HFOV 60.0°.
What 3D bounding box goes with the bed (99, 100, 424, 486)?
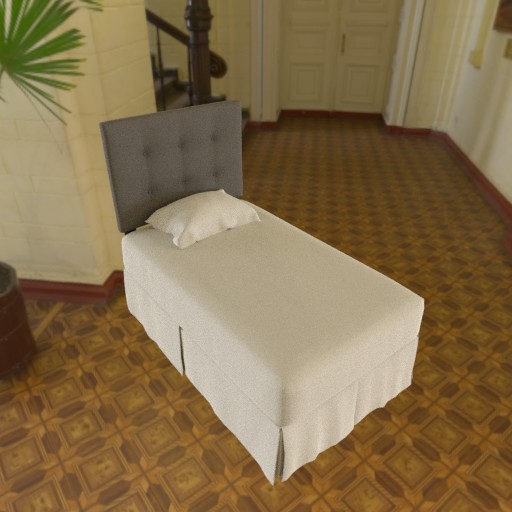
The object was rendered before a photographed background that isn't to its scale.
[{"bbox_3d":[0.000,0.000,2.988,1.261,1.571,1.997,-22,38,-32],"label":"bed"}]
